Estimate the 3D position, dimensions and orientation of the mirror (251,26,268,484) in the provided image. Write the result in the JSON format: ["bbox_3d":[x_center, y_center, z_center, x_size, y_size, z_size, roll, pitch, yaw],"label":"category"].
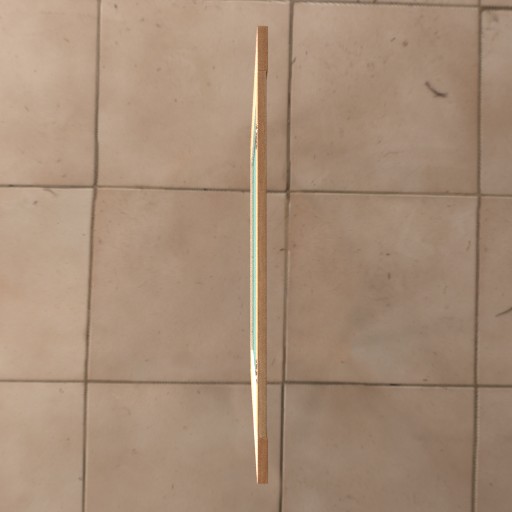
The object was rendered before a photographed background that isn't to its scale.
[{"bbox_3d":[0.000,0.000,1.174,0.020,0.800,0.800,0,89,-2],"label":"mirror"}]
